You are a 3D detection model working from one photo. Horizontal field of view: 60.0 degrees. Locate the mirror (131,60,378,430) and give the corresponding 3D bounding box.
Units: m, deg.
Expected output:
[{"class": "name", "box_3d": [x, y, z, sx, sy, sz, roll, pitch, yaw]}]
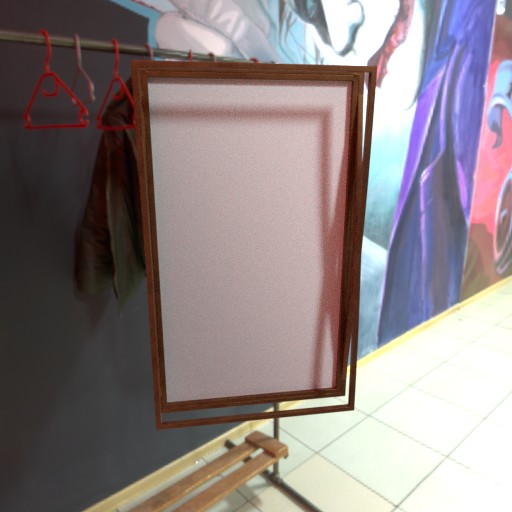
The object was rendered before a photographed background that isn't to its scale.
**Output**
[{"class": "mirror", "box_3d": [0.000, 0.000, 0.963, 0.468, 0.768, 0.082, -2, 16, -9]}]
